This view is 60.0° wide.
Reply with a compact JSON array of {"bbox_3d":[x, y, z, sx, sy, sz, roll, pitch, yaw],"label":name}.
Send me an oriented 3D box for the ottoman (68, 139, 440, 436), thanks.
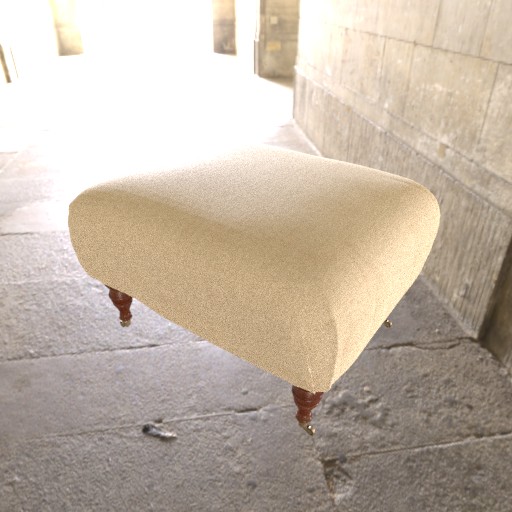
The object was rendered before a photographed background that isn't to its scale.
[{"bbox_3d":[0.000,0.000,1.140,0.747,0.450,0.622,20,36,30],"label":"ottoman"}]
